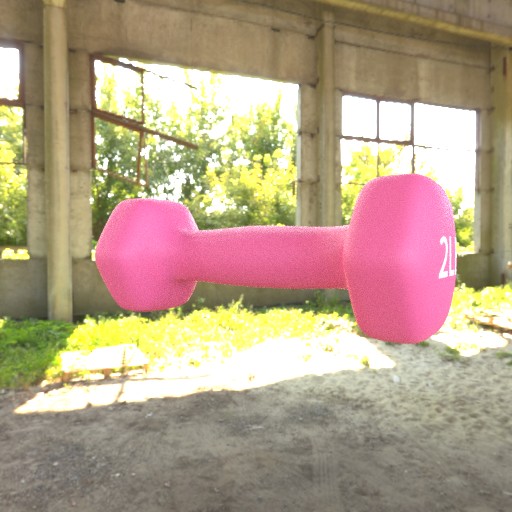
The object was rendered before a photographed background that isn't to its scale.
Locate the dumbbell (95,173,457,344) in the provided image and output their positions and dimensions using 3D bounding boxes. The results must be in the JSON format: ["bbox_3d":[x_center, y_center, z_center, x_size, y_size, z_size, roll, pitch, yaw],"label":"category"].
[{"bbox_3d":[0.000,0.000,0.178,0.146,0.053,0.058,1,1,35],"label":"dumbbell"}]
